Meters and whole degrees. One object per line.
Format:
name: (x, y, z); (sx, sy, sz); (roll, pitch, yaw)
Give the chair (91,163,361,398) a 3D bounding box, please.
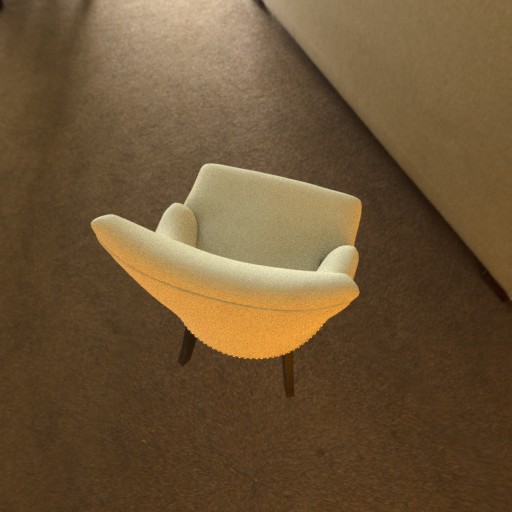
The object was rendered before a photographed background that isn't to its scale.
chair: (0.000, 0.000, 1.298); (0.566, 0.909, 0.629); (14, 64, 7)
